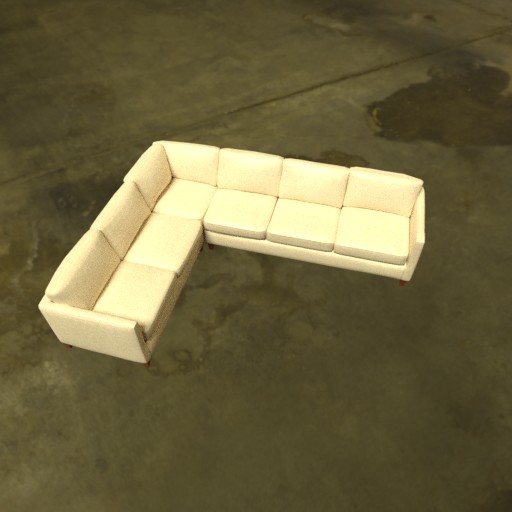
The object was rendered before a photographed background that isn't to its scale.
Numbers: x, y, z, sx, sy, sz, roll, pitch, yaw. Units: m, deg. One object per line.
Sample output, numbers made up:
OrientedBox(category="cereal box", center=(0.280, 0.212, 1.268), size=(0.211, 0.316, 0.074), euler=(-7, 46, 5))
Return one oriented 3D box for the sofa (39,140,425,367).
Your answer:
OrientedBox(category="sofa", center=(0.000, 0.000, 4.573), size=(3.302, 0.947, 2.593), euler=(11, 49, 10))
